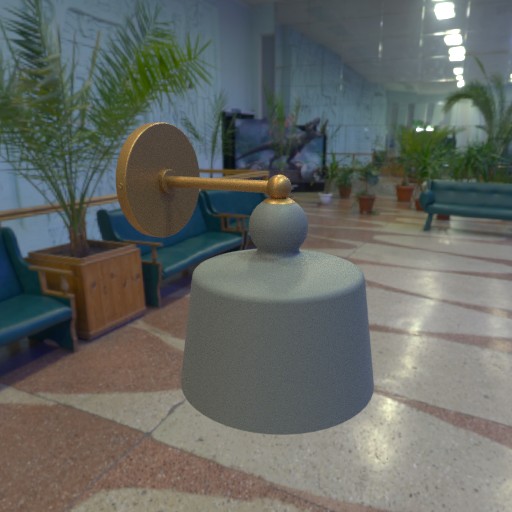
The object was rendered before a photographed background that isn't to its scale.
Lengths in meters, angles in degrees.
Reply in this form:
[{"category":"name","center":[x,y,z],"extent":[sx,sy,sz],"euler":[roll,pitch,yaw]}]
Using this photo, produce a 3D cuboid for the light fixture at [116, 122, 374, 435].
[{"category":"light fixture","center":[0.000,0.000,0.457],"extent":[0.254,0.268,0.204],"euler":[8,17,28]}]
